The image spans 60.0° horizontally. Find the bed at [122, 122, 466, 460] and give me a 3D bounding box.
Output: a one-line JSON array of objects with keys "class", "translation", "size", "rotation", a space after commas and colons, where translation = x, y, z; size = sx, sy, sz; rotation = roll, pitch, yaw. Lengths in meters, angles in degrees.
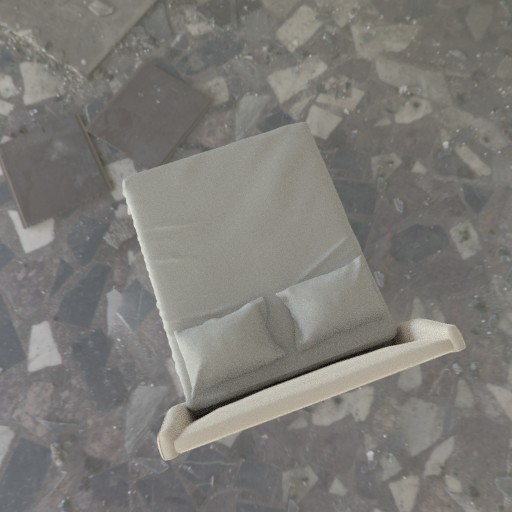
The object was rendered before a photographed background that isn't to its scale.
[{"class": "bed", "translation": [0.000, 0.000, 3.475], "size": [1.925, 1.332, 2.276], "rotation": [-19, 75, -5]}]
